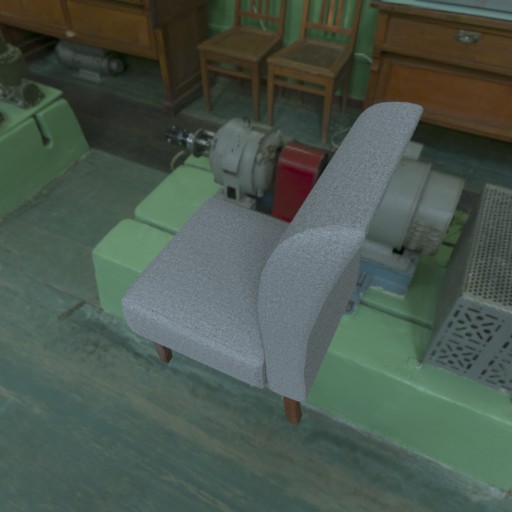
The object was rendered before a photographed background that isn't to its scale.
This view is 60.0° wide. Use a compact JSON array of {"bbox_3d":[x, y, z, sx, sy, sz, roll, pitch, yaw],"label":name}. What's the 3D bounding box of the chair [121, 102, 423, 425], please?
[{"bbox_3d":[0.000,0.000,1.183,0.592,0.804,0.513,19,50,17],"label":"chair"}]
